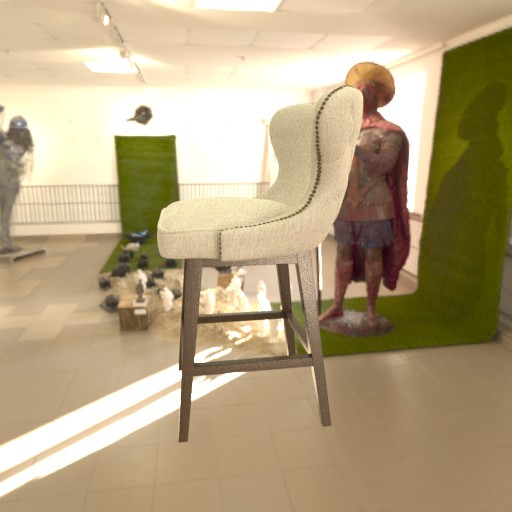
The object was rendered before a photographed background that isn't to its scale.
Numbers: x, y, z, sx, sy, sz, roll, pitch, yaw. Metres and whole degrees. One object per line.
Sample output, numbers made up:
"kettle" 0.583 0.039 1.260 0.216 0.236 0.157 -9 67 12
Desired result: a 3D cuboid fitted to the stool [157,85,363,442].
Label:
"stool" 0.000 0.000 1.415 0.597 0.972 0.615 -2 14 -9
